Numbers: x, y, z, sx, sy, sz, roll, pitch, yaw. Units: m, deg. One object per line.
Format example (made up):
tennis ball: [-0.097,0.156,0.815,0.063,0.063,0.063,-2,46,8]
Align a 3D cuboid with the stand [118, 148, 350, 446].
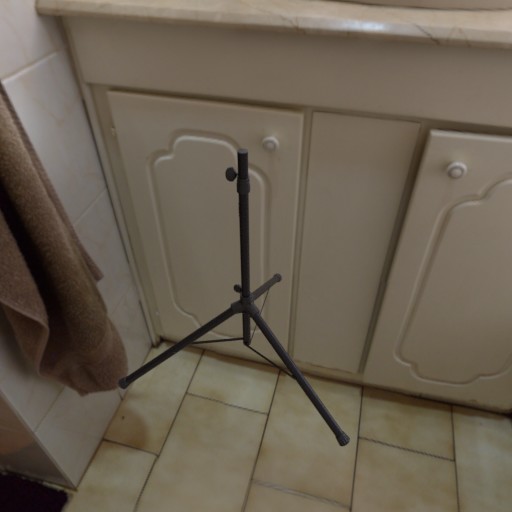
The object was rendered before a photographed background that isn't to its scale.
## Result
stand: [0.000,0.000,1.847,1.045,1.136,0.907,12,43,13]
